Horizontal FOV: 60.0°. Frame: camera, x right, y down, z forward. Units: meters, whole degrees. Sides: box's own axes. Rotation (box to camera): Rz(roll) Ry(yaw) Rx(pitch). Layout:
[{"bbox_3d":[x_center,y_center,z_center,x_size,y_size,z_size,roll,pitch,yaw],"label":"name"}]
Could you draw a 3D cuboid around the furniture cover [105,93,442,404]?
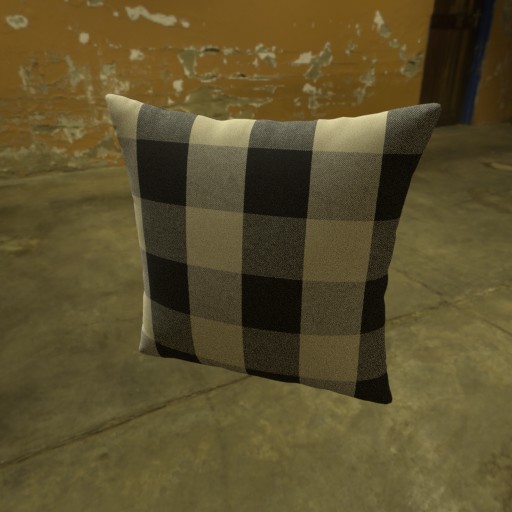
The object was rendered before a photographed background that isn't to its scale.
[{"bbox_3d":[0.000,0.000,0.754,0.511,0.509,0.161,7,26,16],"label":"furniture cover"}]
